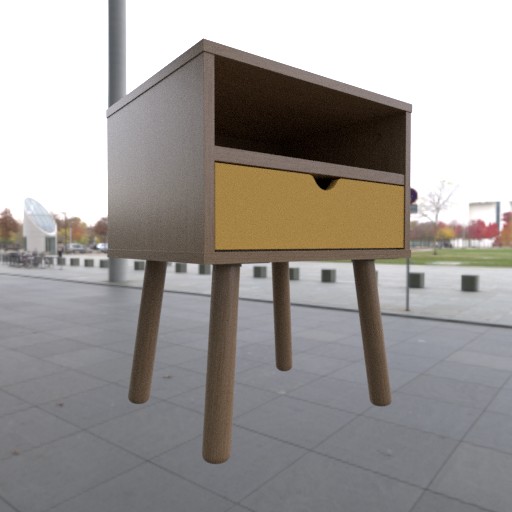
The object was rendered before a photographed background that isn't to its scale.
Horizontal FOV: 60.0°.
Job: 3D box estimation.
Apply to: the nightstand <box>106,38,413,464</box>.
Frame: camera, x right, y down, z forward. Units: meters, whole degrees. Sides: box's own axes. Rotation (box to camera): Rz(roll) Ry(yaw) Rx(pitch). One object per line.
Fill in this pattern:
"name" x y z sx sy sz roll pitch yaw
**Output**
"nightstand" 0.000 0.000 0.858 0.450 0.571 0.380 -1 2 -37
